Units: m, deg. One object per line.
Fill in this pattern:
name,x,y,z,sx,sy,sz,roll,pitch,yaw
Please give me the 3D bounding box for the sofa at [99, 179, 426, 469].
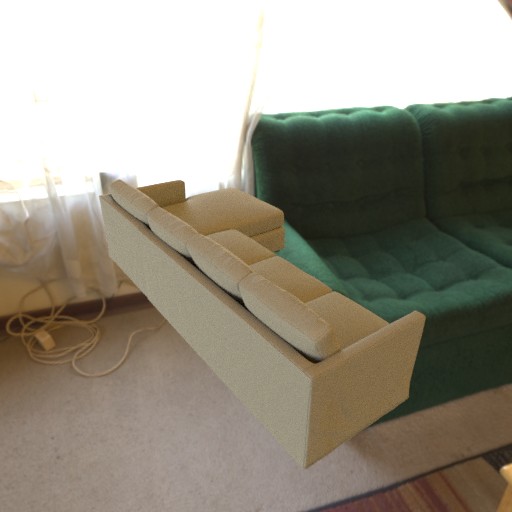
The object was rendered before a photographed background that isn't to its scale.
sofa,0.000,0.000,3.834,1.622,0.867,3.177,-19,33,-31
